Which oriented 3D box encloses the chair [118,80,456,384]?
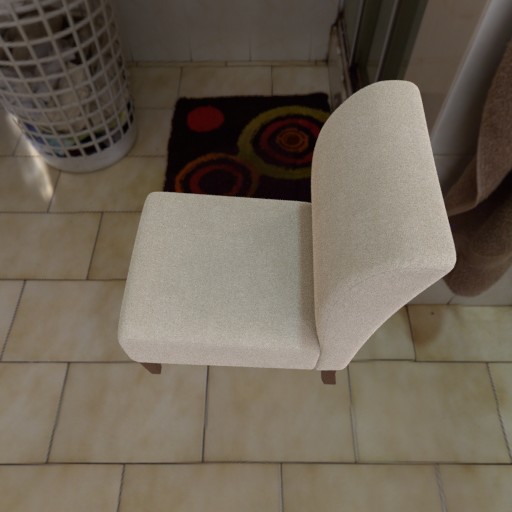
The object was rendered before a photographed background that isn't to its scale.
[{"bbox_3d":[0.000,0.000,1.273,0.754,0.833,0.521,2,59,1],"label":"chair"}]
